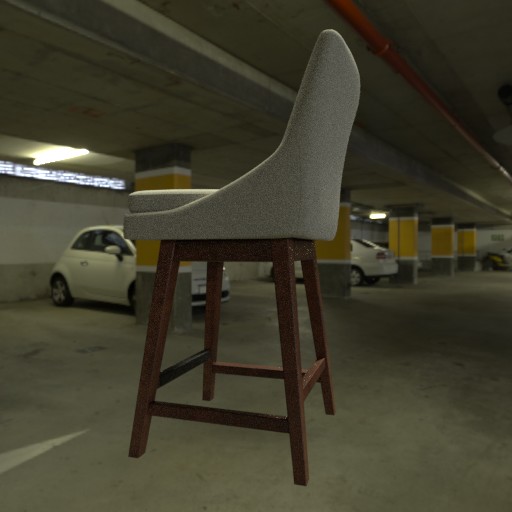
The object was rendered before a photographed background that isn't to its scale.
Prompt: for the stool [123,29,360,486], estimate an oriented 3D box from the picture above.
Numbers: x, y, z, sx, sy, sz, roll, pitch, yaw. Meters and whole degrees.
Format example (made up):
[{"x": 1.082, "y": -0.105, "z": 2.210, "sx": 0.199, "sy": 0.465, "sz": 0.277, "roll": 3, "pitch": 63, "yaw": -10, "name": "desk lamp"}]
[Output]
[{"x": 0.000, "y": 0.000, "z": 1.235, "sx": 0.559, "sy": 0.991, "sz": 0.469, "roll": 0, "pitch": 1, "yaw": 18, "name": "stool"}]
